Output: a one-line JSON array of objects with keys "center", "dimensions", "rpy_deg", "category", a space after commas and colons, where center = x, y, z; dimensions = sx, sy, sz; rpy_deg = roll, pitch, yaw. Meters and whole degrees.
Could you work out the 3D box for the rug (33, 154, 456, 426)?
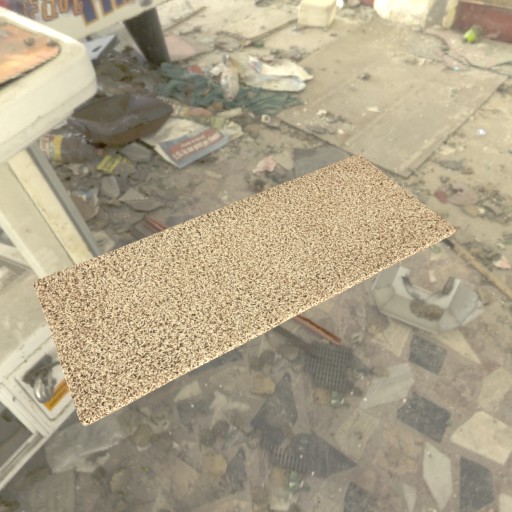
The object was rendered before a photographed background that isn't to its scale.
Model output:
[{"center": [0.000, 0.000, 1.698], "dimensions": [1.524, 0.030, 0.609], "rpy_deg": [-24, 52, -20], "category": "rug"}]
